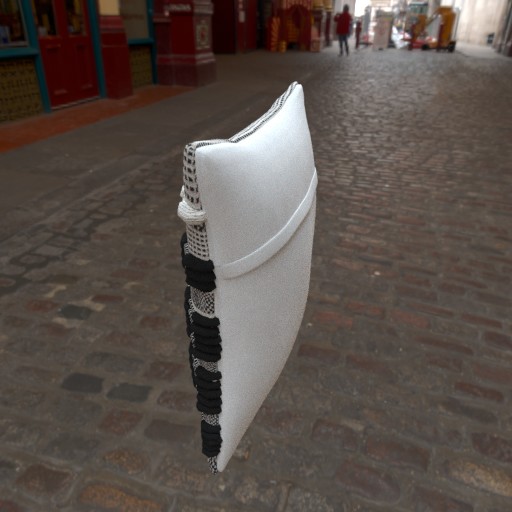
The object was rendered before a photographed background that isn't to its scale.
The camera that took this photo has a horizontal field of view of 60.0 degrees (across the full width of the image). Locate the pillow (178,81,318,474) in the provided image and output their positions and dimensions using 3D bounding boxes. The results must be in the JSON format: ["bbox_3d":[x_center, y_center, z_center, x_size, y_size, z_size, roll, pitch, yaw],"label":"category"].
[{"bbox_3d":[0.000,0.000,0.660,0.156,0.438,0.436,8,30,15],"label":"pillow"}]
